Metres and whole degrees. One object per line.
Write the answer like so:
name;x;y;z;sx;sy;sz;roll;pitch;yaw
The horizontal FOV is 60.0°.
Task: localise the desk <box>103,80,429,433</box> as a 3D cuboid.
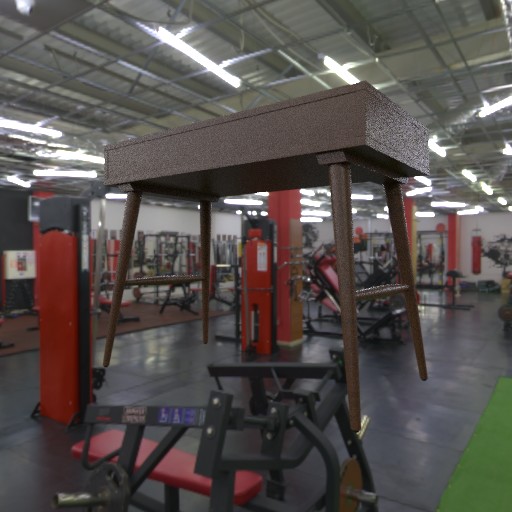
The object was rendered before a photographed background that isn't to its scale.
desk;0.000;0.000;1.428;0.949;0.758;0.510;0;0;37
